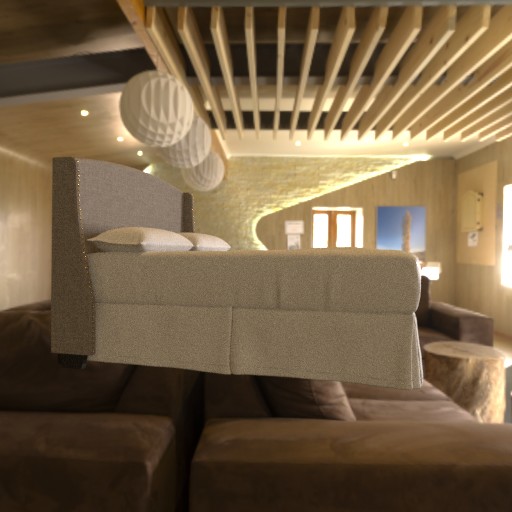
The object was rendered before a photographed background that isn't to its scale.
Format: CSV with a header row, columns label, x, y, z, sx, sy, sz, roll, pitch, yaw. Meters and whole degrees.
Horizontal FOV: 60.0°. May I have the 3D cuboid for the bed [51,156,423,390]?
label,x,y,z,sx,sy,sz,roll,pitch,yaw
bed,0.000,0.000,3.295,2.237,1.407,1.710,0,0,17
